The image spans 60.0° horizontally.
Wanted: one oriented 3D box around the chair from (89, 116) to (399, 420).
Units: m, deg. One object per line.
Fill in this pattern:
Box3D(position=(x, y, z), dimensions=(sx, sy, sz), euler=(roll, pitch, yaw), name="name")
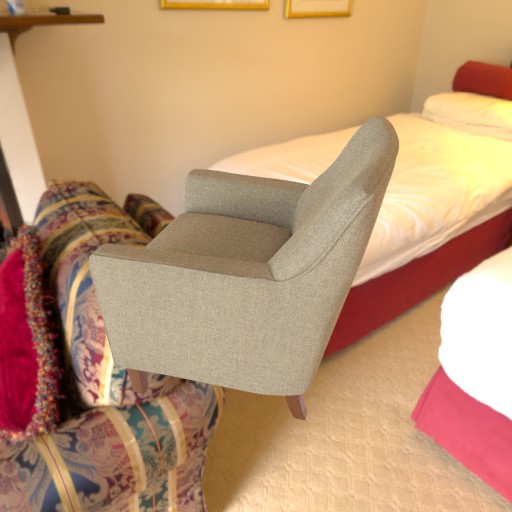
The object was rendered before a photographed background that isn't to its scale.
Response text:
Box3D(position=(0.000, 0.000, 1.853), dimensions=(0.993, 1.047, 0.887), euler=(8, 32, 14), name="chair")
